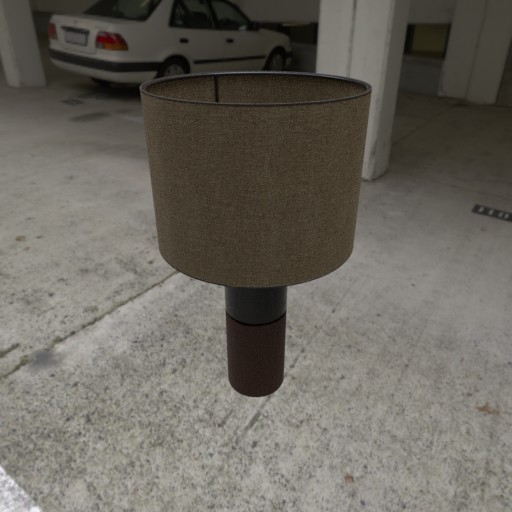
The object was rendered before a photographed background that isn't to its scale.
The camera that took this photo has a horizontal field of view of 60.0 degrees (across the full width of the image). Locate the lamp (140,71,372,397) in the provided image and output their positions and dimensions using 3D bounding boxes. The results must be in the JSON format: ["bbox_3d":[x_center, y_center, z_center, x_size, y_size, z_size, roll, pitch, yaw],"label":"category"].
[{"bbox_3d":[0.000,0.000,0.478,0.202,0.350,0.202,0,29,0],"label":"lamp"}]
